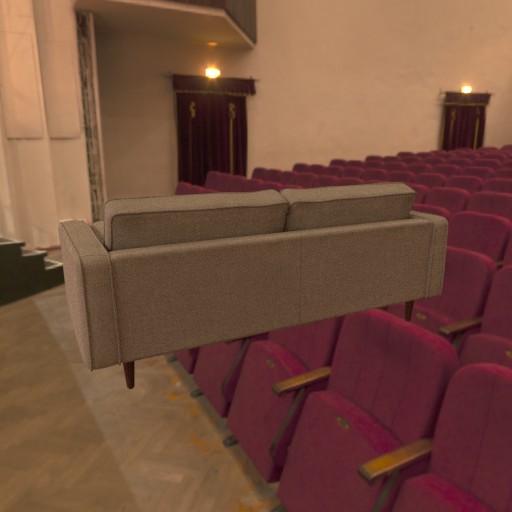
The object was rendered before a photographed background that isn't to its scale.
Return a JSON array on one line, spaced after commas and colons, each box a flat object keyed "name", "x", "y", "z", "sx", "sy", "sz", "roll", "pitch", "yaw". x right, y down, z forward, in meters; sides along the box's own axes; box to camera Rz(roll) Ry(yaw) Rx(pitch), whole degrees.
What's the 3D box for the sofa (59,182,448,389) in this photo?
[{"name": "sofa", "x": 0.000, "y": 0.000, "z": 2.372, "sx": 1.879, "sy": 0.762, "sz": 0.914, "roll": -7, "pitch": 16, "yaw": -26}]
